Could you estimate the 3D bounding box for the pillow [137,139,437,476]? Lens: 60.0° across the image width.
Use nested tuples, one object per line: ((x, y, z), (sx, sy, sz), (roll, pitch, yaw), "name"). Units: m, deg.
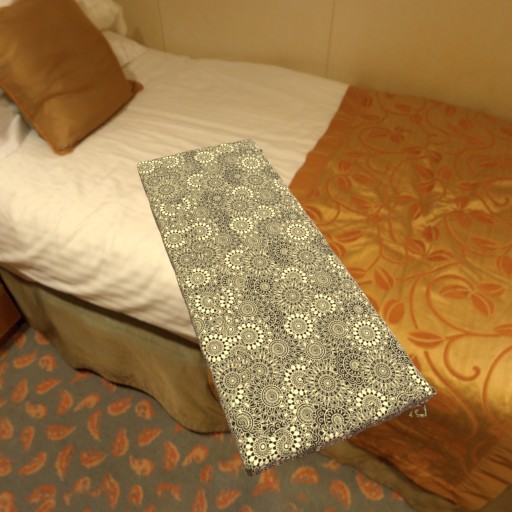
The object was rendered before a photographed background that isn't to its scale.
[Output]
((0.000, 0.000, 1.330), (0.492, 0.081, 1.187), (-16, 49, -15), "pillow")
